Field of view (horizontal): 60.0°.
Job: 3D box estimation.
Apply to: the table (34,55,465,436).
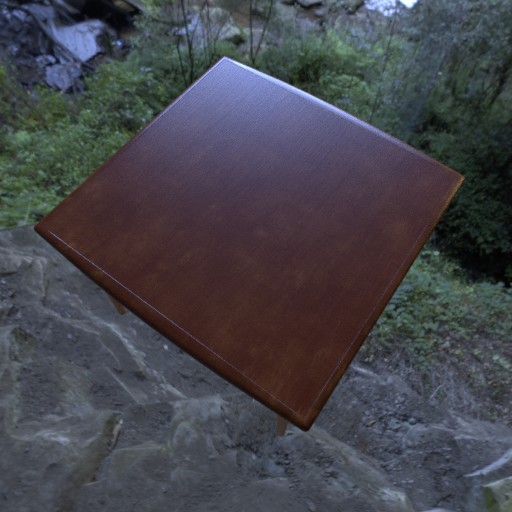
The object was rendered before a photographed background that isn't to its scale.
[{"bbox_3d":[0.000,0.000,1.714,0.991,0.754,0.991,33,67,15],"label":"table"}]
